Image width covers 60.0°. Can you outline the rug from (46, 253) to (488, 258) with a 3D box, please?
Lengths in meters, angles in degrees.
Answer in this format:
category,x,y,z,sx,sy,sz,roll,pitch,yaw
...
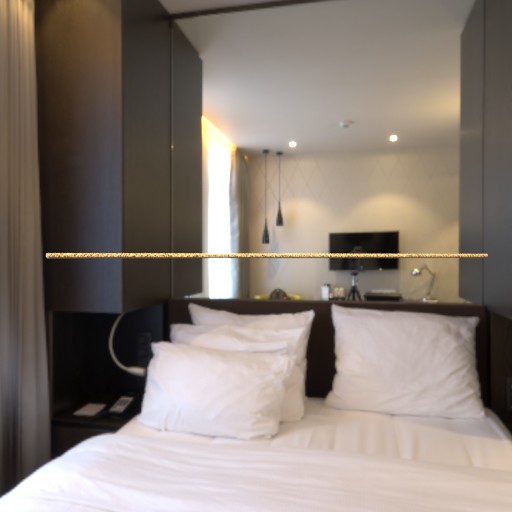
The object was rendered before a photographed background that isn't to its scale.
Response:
category,x,y,z,sx,sy,sz,roll,pitch,yaw
rug,0.000,0.000,3.393,2.698,0.025,1.798,0,0,-18
